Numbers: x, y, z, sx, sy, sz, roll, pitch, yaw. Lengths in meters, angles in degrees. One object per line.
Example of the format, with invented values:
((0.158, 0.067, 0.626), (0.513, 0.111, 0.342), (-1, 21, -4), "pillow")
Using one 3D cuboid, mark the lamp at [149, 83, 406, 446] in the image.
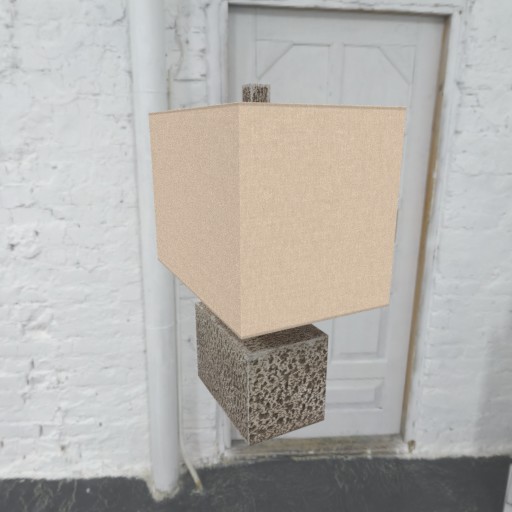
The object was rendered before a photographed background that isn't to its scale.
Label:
((0.000, 0.000, 0.567), (0.180, 0.411, 0.294), (-8, 18, -26), "lamp")
